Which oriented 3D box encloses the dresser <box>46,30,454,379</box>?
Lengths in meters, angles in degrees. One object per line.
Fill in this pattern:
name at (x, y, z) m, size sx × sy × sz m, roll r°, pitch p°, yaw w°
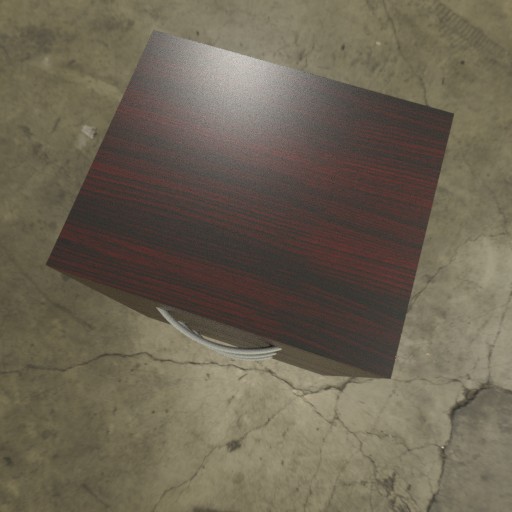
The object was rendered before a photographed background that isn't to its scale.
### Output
dresser at (0.000, 0.000, 0.792) m, size 0.400 × 0.560 × 0.360 m, roll 17°, pitch 76°, yaw 5°
